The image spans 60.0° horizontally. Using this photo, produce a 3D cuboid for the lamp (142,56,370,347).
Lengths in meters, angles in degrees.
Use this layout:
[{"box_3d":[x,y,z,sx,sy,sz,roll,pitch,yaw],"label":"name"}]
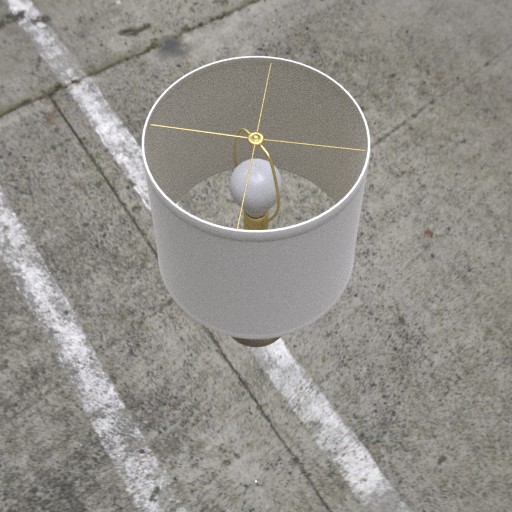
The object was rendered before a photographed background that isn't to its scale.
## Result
[{"box_3d":[0.000,0.000,0.785,0.328,0.619,0.328,0,63,0],"label":"lamp"}]
